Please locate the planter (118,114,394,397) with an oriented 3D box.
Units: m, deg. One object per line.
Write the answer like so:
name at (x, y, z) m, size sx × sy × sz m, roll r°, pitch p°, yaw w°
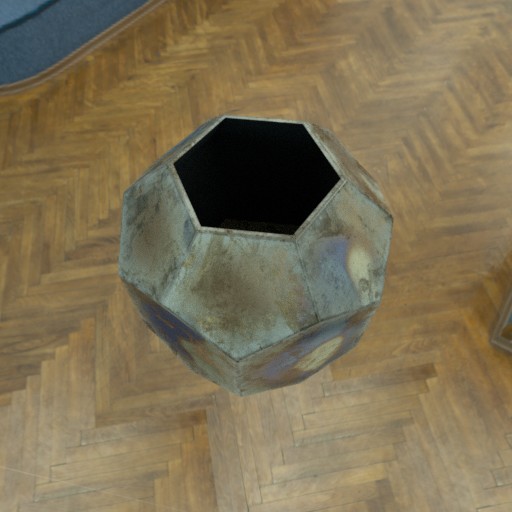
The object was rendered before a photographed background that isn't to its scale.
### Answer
planter at (0.000, 0.000, 0.426) m, size 0.243 × 0.238 × 0.221 m, roll 32°, pitch 64°, yaw 18°
